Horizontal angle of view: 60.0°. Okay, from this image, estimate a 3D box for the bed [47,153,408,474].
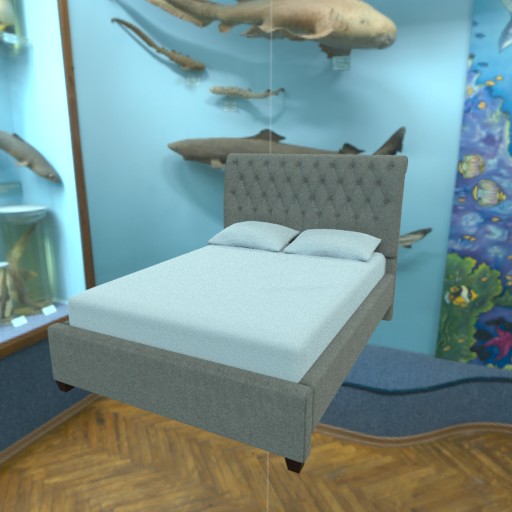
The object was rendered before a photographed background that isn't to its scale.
[{"bbox_3d":[0.000,0.000,3.157,1.645,1.371,2.252,7,16,26],"label":"bed"}]
